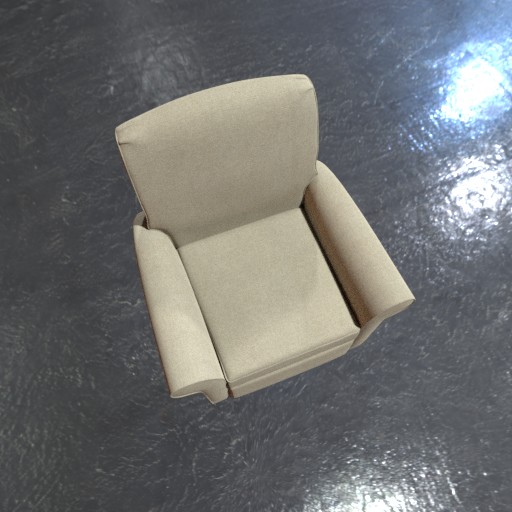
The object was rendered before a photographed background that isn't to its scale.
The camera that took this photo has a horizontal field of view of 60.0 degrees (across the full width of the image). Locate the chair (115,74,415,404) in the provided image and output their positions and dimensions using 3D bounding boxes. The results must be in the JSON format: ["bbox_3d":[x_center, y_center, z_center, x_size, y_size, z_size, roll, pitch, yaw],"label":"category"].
[{"bbox_3d":[0.000,0.000,1.858,0.978,1.061,0.905,-19,65,-9],"label":"chair"}]
